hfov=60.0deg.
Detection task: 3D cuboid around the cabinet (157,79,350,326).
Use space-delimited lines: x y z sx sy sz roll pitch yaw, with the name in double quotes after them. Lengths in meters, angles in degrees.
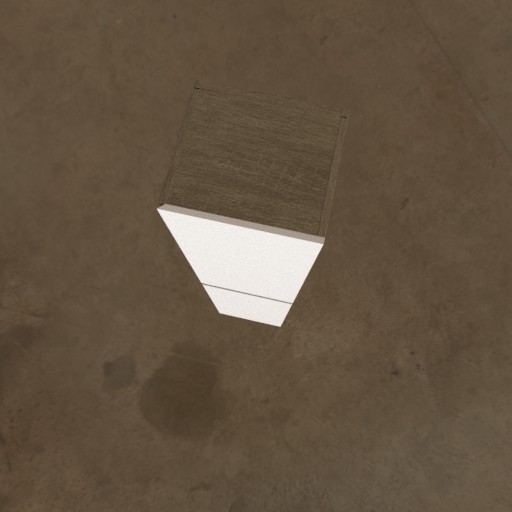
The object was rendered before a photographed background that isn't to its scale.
0.000 0.000 1.483 0.300 1.400 0.270 12 76 3 "cabinet"
